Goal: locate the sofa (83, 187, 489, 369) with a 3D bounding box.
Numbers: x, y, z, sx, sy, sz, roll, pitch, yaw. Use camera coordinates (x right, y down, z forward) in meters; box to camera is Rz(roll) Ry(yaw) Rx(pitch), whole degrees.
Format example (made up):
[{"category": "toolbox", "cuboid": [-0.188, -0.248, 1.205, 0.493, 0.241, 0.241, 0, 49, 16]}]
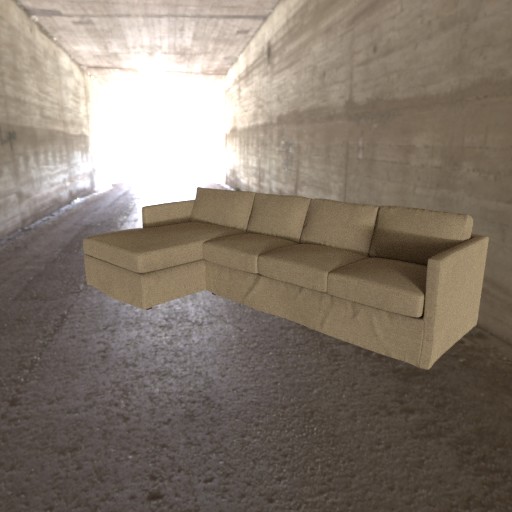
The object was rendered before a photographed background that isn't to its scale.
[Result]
[{"category": "sofa", "cuboid": [0.000, 0.000, 3.800, 3.198, 0.920, 1.638, 14, 20, 42]}]
